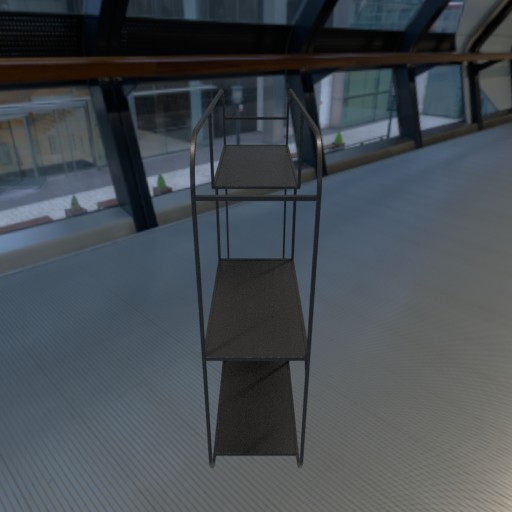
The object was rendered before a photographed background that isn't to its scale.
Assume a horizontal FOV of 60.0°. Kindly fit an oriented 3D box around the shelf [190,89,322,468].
[{"bbox_3d":[0.000,0.000,0.914,0.160,0.600,0.600,0,26,0],"label":"shelf"}]
